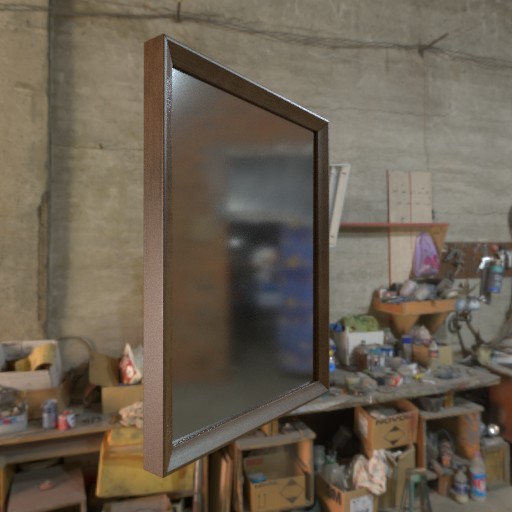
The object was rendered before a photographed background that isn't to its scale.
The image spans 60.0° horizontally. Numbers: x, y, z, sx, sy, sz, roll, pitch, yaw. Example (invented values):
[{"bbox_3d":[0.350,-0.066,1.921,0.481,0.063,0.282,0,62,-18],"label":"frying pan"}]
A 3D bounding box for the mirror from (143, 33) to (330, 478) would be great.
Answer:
[{"bbox_3d":[0.000,0.000,0.680,0.041,0.509,0.406,0,0,37],"label":"mirror"}]
